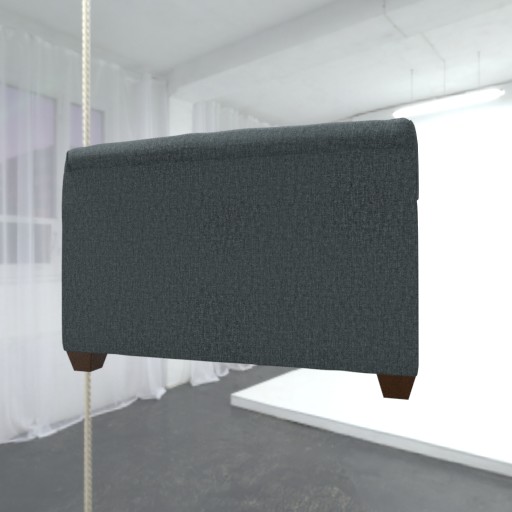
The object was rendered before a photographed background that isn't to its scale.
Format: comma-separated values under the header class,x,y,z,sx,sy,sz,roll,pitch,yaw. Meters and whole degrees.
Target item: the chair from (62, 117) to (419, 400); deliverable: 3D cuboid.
class,x,y,z,sx,sy,sz,roll,pitch,yaw
chair,0.000,0.000,2.062,1.383,0.948,1.000,0,-1,17
